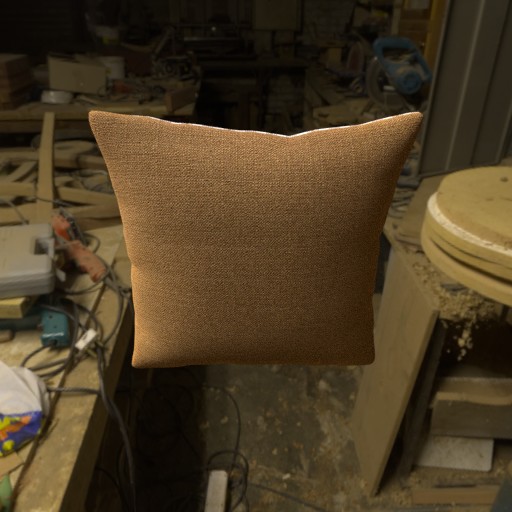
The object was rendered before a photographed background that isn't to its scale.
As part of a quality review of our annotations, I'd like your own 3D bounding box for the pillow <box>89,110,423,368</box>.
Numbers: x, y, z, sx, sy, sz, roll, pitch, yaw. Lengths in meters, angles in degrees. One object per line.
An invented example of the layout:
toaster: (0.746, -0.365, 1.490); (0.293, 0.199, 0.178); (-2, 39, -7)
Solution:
pillow: (0.000, 0.000, 0.678); (0.432, 0.437, 0.147); (-1, 30, -2)
